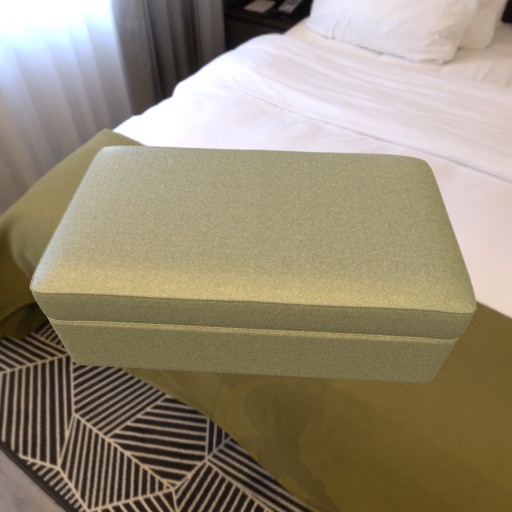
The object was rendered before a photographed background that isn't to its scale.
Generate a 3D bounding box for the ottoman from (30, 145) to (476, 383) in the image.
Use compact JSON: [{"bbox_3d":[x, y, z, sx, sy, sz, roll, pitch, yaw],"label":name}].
[{"bbox_3d":[0.000,0.000,1.496,1.173,0.494,0.681,2,47,2],"label":"ottoman"}]
